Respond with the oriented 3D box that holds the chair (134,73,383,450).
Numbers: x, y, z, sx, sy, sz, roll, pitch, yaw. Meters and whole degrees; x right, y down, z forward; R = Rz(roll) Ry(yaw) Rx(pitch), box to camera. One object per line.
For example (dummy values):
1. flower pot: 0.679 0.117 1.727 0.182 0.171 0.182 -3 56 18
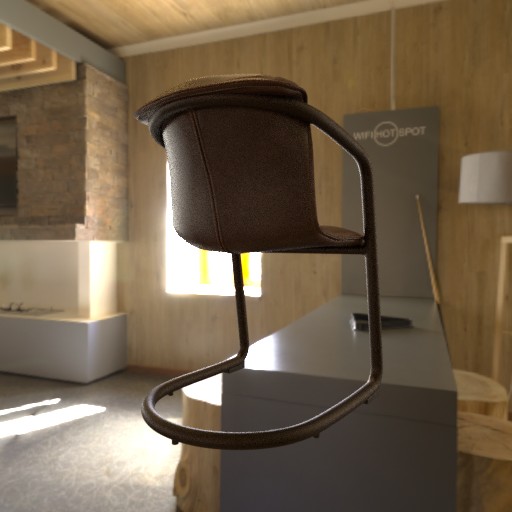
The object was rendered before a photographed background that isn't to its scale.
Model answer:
1. chair: 0.000 0.000 1.249 0.536 0.836 0.664 1 2 36
